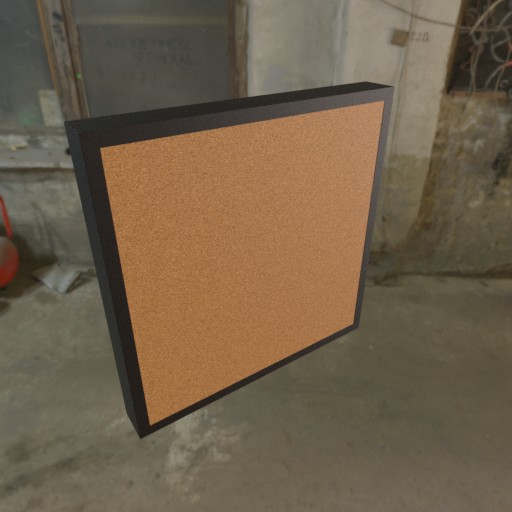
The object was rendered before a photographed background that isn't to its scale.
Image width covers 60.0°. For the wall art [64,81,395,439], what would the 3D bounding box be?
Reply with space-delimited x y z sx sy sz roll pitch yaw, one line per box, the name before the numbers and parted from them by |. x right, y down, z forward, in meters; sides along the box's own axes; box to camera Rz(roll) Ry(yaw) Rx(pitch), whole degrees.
wall art | 0.000 0.000 0.452 0.305 0.304 0.038 -19 35 -29
